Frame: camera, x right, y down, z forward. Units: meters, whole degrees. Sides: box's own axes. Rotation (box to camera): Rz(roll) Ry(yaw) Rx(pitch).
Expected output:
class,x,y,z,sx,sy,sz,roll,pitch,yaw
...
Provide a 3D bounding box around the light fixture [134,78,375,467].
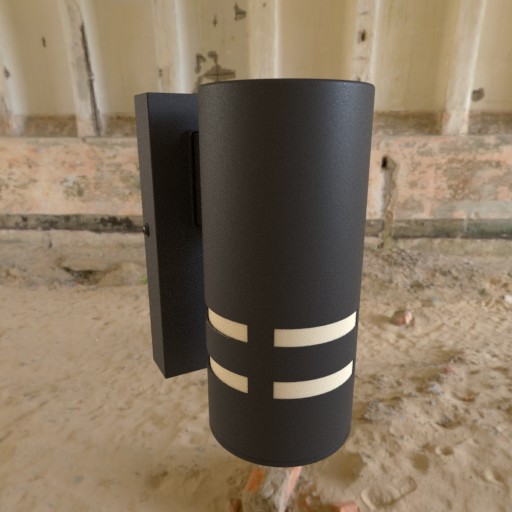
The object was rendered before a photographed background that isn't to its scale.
class,x,y,z,sx,sy,sz,roll,pitch,yaw
light fixture,0.000,0.000,0.254,0.098,0.179,0.138,-9,19,-27
